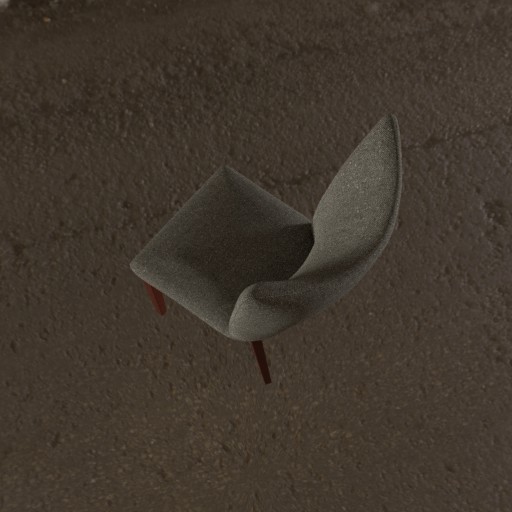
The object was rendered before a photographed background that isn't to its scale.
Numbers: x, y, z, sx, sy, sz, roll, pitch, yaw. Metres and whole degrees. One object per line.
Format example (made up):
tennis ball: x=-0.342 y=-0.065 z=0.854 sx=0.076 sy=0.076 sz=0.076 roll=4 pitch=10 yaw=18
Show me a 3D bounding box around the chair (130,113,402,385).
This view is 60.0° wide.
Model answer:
chair: x=0.000 y=0.000 z=1.312 sx=0.623 sy=0.924 sz=0.535 roll=33 pitch=68 yaw=15
